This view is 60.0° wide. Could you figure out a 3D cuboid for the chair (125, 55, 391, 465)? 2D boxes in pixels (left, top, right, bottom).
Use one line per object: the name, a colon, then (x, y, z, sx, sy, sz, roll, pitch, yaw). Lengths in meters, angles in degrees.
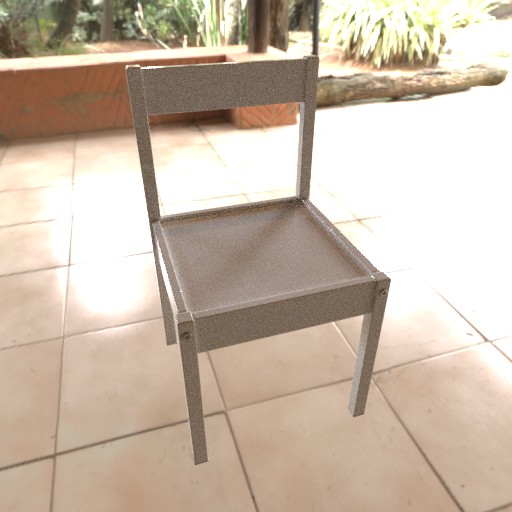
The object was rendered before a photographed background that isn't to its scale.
chair: (0.000, 0.000, 0.667, 0.285, 0.505, 0.285, -10, 34, -15)
